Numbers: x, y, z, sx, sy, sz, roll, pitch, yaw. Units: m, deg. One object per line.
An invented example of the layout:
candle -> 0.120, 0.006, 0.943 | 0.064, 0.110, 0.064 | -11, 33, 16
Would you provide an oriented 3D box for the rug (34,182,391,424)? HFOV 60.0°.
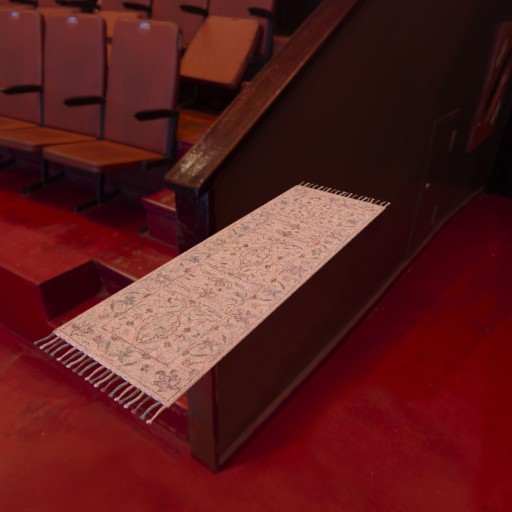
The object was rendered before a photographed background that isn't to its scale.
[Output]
rug -> 0.000, 0.000, 2.685 | 0.769, 0.013, 2.440 | 20, 36, 30
